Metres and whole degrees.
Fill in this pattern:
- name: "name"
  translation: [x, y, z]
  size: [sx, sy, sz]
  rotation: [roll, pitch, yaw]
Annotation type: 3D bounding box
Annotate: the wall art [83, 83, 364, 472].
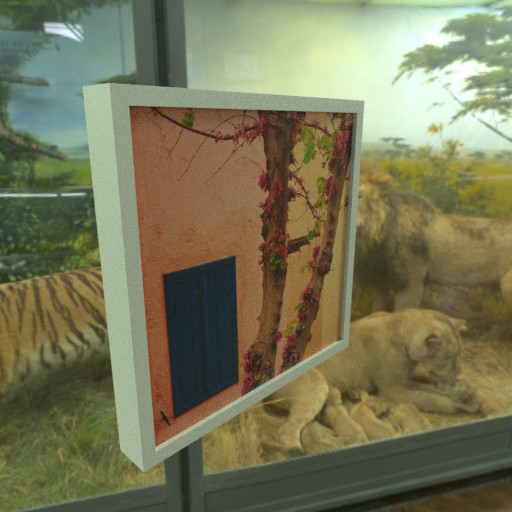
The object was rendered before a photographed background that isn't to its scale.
- name: "wall art"
  translation: [0.000, 0.000, 0.441]
  size: [0.038, 0.302, 0.305]
  rotation: [16, 23, 42]
